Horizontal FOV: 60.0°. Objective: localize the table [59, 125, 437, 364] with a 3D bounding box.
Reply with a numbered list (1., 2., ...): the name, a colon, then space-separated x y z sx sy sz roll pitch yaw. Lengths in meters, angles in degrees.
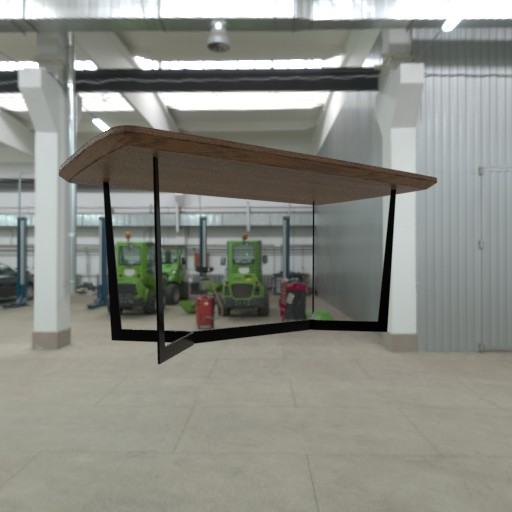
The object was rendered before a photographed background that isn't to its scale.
1. table: 0.000 0.000 2.116 1.643 0.765 0.949 0 0 -34
